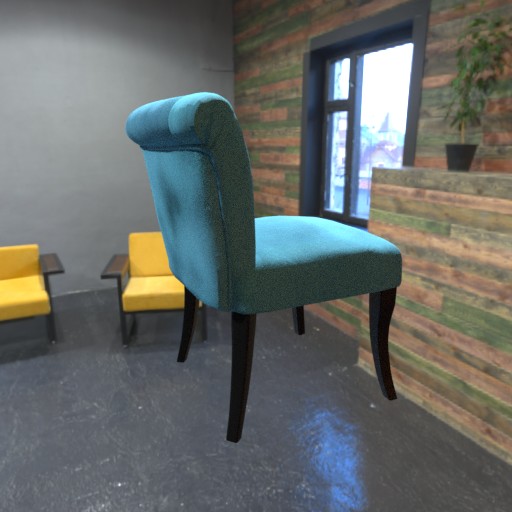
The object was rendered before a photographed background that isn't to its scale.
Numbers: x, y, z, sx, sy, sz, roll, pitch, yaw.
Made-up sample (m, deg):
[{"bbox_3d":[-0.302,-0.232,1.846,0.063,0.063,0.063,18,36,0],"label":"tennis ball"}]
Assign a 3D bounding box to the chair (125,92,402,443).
[{"bbox_3d":[0.000,0.000,1.178,0.605,0.750,0.582,-7,15,-25],"label":"chair"}]
